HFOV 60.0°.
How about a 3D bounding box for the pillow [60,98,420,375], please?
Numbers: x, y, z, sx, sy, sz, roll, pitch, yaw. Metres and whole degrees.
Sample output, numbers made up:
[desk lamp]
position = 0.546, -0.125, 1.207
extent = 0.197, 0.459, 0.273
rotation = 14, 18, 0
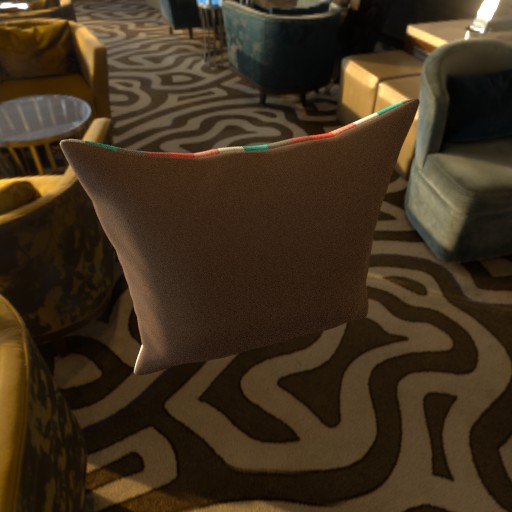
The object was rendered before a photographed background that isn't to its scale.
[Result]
[pillow]
position = 0.000, 0.000, 0.682
extent = 0.453, 0.443, 0.168
rotation = -11, 42, -12
